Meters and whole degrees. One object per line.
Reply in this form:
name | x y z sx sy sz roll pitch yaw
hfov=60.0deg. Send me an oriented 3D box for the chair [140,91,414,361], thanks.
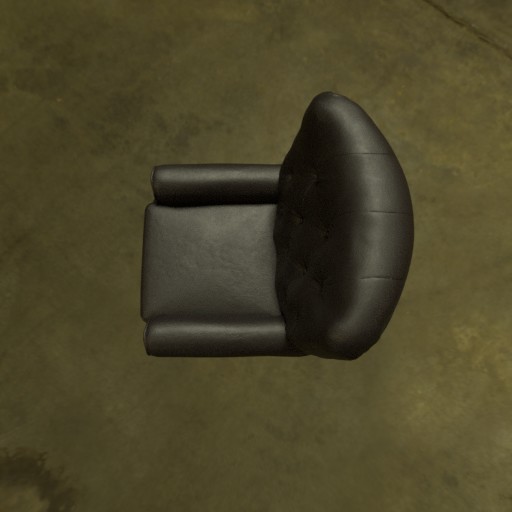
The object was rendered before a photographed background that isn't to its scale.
chair | 0.000 0.000 1.968 1.058 1.158 0.948 -1 75 0
